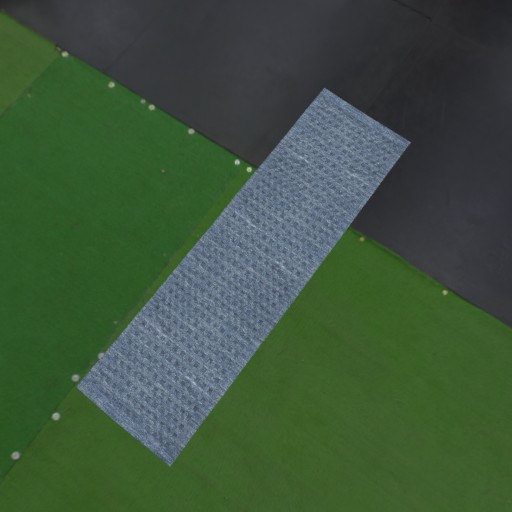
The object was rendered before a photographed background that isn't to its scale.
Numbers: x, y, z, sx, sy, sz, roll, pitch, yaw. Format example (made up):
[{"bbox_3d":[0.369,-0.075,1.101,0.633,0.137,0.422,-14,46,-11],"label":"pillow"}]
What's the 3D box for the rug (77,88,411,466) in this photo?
[{"bbox_3d":[0.000,0.000,2.692,0.688,0.008,2.443,36,78,9],"label":"rug"}]
